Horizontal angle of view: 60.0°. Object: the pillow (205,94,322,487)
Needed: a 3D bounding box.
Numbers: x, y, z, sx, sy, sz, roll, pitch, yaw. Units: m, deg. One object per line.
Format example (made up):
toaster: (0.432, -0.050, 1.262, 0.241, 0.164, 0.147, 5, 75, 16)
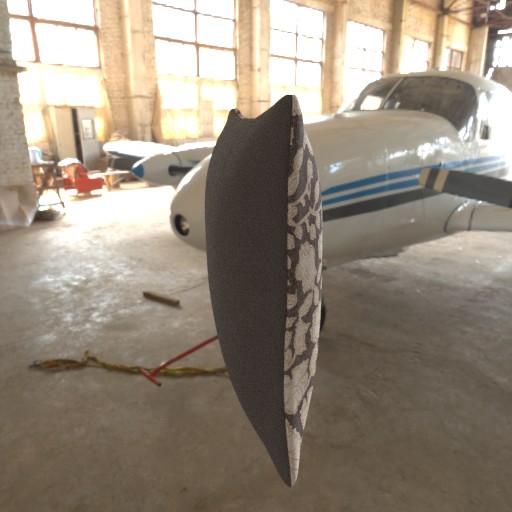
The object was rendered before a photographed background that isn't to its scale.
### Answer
pillow: (0.000, 0.000, 0.776, 0.166, 0.507, 0.526, -3, 17, -9)
